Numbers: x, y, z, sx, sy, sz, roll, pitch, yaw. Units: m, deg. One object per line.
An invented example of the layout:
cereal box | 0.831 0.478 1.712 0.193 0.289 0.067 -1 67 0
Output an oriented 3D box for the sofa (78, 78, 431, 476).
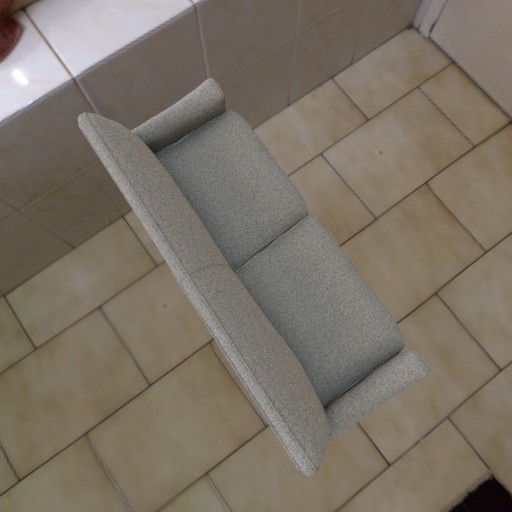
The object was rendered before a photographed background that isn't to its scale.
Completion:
sofa | 0.000 0.000 2.495 0.854 0.942 2.026 -33 78 -8
